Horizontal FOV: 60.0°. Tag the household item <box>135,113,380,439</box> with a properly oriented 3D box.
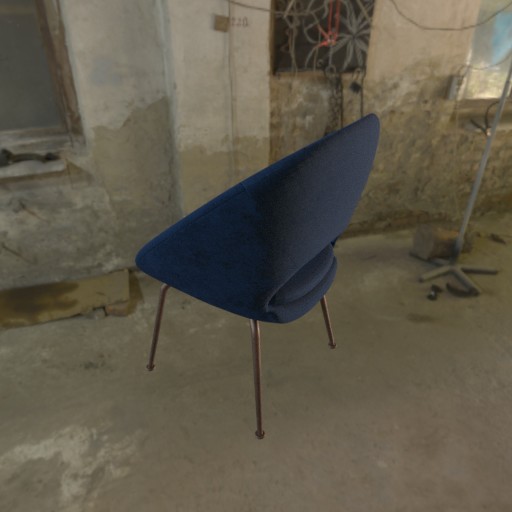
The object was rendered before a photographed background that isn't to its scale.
[{"bbox_3d":[0.000,0.000,1.288,0.573,0.852,0.623,20,37,30],"label":"household item"}]
